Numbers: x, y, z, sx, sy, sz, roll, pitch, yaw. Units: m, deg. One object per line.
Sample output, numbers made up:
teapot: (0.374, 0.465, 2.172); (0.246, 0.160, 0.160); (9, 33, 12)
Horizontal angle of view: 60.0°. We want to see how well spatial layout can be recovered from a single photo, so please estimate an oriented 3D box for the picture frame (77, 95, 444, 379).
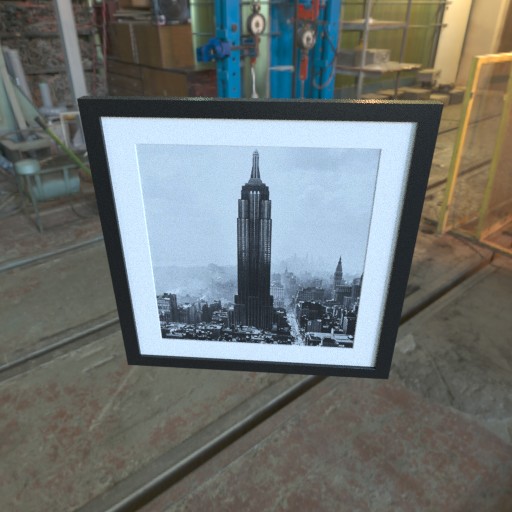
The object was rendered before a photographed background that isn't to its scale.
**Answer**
picture frame: (0.000, 0.000, 0.824); (0.559, 0.557, 0.029); (2, 30, 4)
